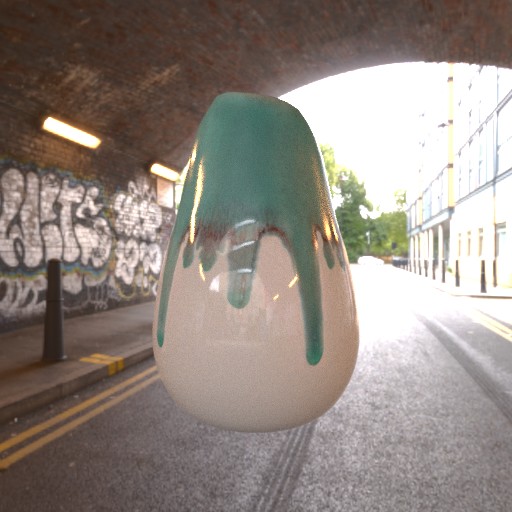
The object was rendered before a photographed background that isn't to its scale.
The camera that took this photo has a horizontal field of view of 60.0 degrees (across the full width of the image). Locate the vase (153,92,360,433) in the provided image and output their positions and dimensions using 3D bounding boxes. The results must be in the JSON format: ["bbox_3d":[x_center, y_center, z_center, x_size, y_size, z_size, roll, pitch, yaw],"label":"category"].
[{"bbox_3d":[0.000,0.000,0.255,0.116,0.179,0.116,0,0,0],"label":"vase"}]
